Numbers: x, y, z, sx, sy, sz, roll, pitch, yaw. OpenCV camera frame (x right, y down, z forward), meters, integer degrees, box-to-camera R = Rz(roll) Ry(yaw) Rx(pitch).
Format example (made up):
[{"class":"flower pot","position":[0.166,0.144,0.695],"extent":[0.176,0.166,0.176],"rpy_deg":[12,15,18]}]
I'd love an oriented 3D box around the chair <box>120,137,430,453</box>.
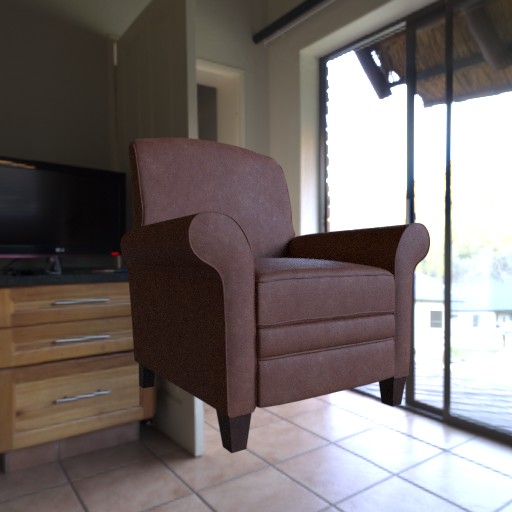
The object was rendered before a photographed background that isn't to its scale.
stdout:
[{"class":"chair","position":[0.000,0.000,1.731],"extent":[0.978,1.061,0.902],"rpy_deg":[0,0,-34]}]
